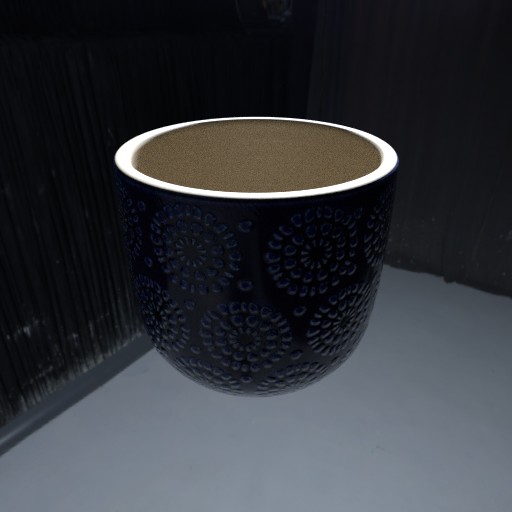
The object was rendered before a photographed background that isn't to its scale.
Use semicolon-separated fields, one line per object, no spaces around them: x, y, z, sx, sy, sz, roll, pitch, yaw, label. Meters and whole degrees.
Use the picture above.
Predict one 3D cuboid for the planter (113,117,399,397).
0.000;0.000;0.298;0.165;0.149;0.165;0;29;0;planter
